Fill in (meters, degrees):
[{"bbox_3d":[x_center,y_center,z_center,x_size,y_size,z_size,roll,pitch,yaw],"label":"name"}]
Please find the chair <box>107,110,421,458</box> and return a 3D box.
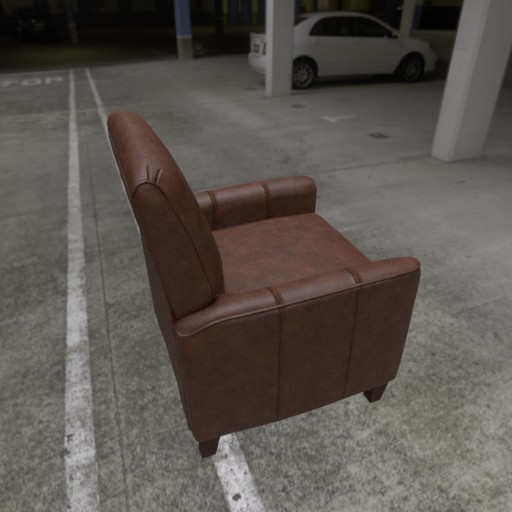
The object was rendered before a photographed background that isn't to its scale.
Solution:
[{"bbox_3d":[0.000,0.000,1.600,0.850,1.010,0.839,-11,33,-18],"label":"chair"}]
